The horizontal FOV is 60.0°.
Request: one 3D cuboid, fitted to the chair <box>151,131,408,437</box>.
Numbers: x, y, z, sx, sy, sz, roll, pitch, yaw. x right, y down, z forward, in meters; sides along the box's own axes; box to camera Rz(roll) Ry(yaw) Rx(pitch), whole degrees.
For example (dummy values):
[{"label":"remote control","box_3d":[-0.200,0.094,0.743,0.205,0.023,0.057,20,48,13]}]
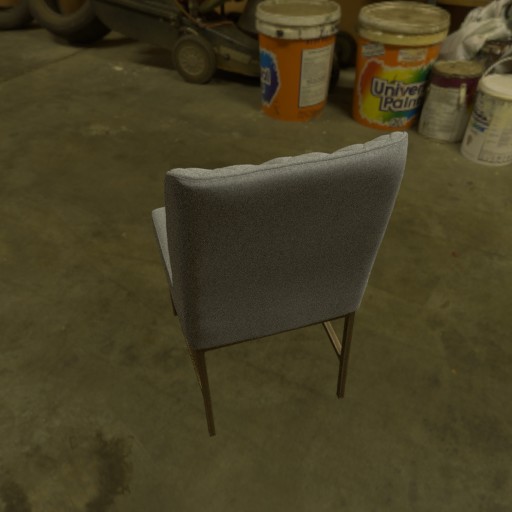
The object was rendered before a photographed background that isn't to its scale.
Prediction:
[{"label":"chair","box_3d":[0.000,0.000,1.218,0.508,0.889,0.587,-11,43,-13]}]
